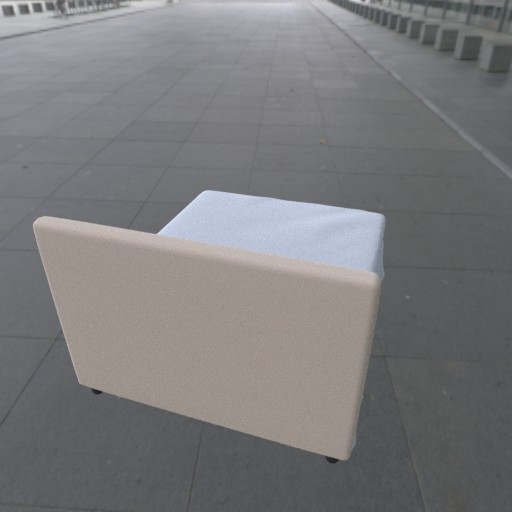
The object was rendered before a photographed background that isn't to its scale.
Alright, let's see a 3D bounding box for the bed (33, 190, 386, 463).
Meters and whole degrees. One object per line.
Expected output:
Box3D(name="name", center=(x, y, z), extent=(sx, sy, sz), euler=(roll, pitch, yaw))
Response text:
Box3D(name="bed", center=(0.000, 0.000, 3.287), extent=(1.884, 1.330, 2.142), euler=(10, 33, 16))
